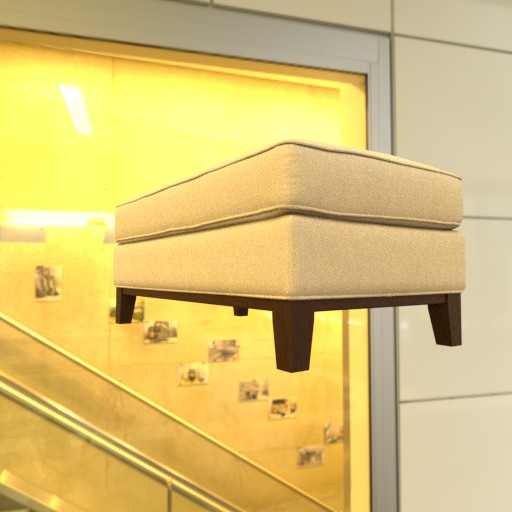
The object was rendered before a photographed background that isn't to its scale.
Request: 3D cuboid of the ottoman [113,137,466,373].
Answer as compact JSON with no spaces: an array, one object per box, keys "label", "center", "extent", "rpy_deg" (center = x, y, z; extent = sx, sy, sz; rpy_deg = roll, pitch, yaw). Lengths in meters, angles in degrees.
[{"label":"ottoman","center":[0.000,0.000,1.490],"extent":[0.648,0.508,1.143],"rpy_deg":[2,-3,-35]}]
